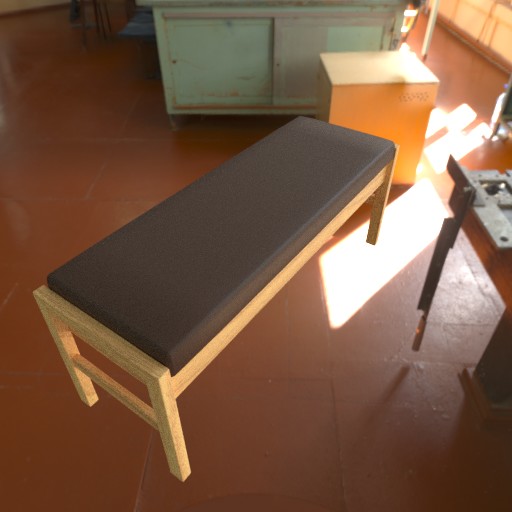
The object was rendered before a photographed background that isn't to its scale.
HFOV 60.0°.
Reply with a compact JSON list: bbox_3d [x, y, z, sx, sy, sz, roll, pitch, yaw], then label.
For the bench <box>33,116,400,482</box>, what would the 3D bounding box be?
[{"bbox_3d":[0.000,0.000,1.431,0.405,0.480,1.200,25,46,26],"label":"bench"}]
